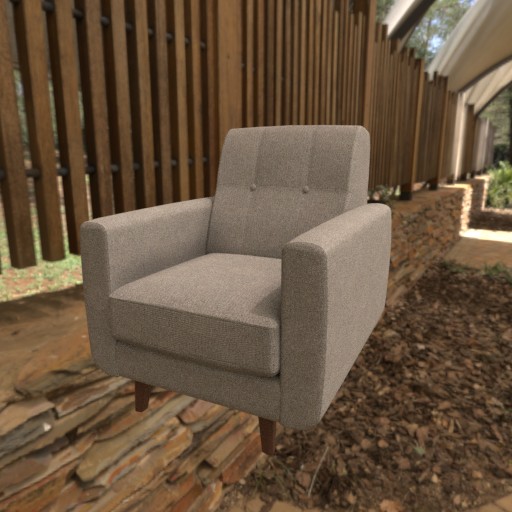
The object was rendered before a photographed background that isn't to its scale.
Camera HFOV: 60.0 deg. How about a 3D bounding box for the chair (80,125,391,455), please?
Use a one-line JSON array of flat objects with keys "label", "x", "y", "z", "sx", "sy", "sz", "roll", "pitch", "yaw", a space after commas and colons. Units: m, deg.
[{"label": "chair", "x": 0.000, "y": 0.000, "z": 1.655, "sx": 0.845, "sy": 0.968, "sz": 0.942, "roll": 7, "pitch": 15, "yaw": 26}]
